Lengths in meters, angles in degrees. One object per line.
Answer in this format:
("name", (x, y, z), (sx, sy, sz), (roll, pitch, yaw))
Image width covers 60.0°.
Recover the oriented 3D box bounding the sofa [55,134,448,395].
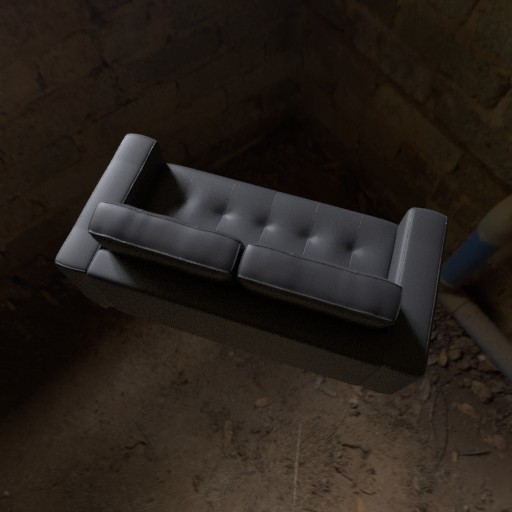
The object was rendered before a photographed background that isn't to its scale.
("sofa", (0.000, 0.000, 2.241), (1.726, 0.893, 0.833), (16, 65, 8))
